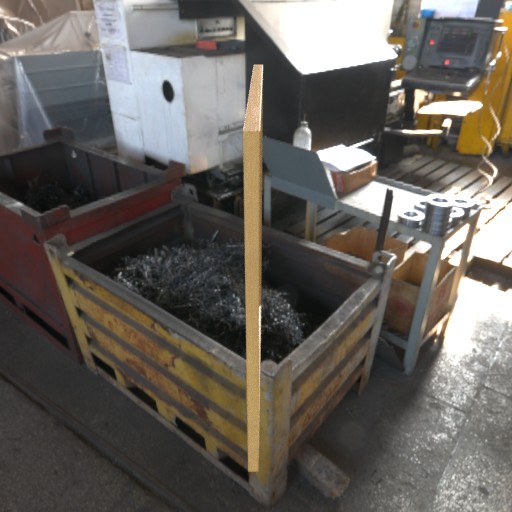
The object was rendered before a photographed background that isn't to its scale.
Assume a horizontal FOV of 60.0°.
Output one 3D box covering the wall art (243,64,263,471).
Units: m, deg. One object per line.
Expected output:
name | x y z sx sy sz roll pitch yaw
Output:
wall art | 0.000 0.000 1.388 0.030 1.002 0.798 1 31 1
